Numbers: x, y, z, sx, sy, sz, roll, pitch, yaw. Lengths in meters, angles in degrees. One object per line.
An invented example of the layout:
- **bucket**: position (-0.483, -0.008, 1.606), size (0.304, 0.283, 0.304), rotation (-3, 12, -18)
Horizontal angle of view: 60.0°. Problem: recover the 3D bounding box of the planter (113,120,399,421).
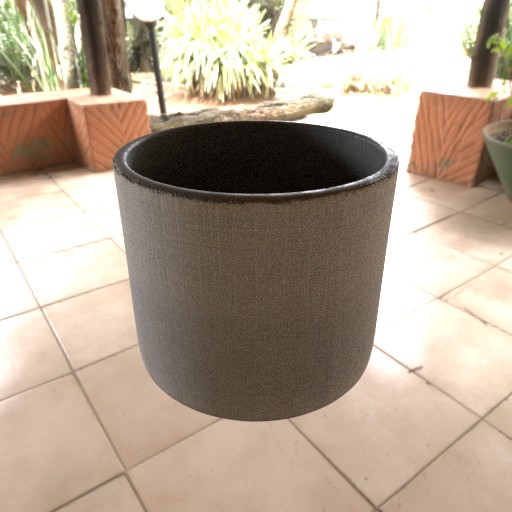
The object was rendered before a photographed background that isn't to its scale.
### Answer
- **planter**: position (0.000, 0.000, 0.451), size (0.254, 0.221, 0.254), rotation (0, 29, 0)
